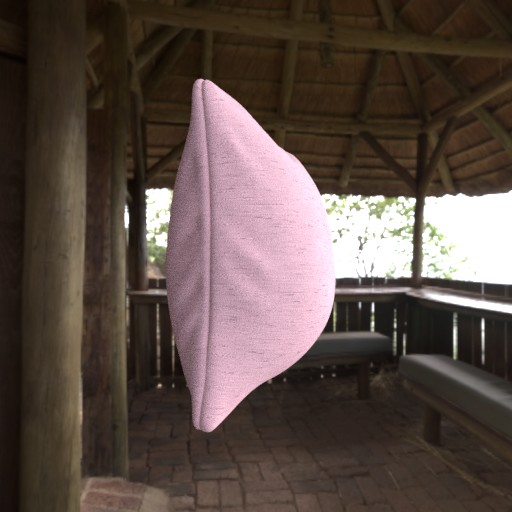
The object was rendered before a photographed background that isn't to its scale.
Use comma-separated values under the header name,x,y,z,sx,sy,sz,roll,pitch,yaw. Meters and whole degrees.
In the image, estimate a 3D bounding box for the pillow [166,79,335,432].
name,x,y,z,sx,sy,sz,roll,pitch,yaw
pillow,0.000,0.000,0.713,0.246,0.415,0.432,0,-1,18
